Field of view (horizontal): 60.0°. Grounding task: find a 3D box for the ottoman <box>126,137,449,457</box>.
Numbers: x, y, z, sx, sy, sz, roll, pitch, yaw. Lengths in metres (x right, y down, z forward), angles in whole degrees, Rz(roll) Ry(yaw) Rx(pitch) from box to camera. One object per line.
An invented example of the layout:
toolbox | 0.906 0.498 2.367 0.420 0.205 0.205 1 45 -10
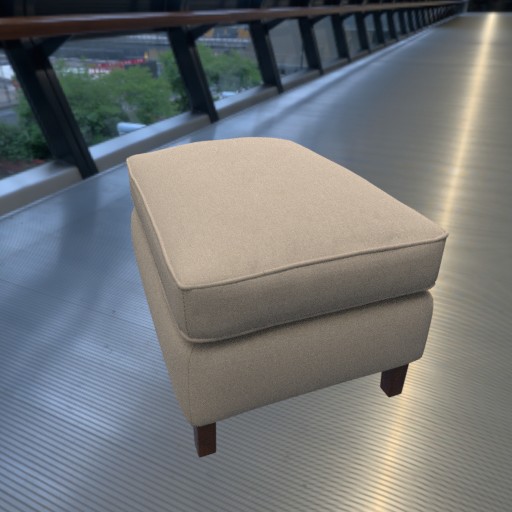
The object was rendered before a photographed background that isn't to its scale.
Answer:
ottoman | 0.000 0.000 0.997 0.501 0.456 0.665 -10 30 -18
